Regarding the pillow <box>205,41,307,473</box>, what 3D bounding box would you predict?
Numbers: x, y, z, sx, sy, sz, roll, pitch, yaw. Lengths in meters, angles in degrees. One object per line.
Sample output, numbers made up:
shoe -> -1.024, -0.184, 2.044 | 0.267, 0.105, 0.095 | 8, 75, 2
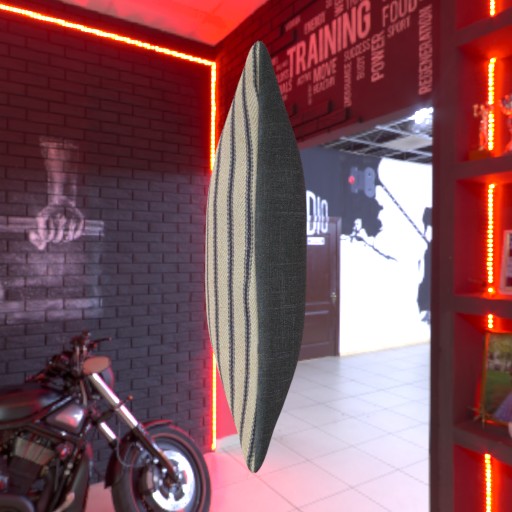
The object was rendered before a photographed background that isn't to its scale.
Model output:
pillow -> 0.000, 0.000, 0.684 | 0.138, 0.444, 0.468 | 0, 0, 0
